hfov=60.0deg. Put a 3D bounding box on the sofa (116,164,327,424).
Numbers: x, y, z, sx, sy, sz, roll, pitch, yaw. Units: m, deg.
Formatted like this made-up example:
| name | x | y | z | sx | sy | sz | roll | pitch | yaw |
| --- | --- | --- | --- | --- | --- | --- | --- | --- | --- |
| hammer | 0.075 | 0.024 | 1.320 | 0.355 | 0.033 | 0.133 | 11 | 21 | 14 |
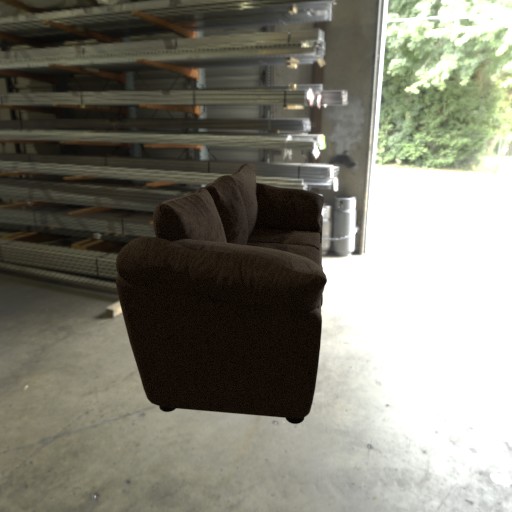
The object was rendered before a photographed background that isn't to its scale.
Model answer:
| name | x | y | z | sx | sy | sz | roll | pitch | yaw |
| --- | --- | --- | --- | --- | --- | --- | --- | --- | --- |
| sofa | 0.000 | 0.000 | 2.885 | 0.878 | 1.015 | 2.336 | 2 | 16 | 8 |
